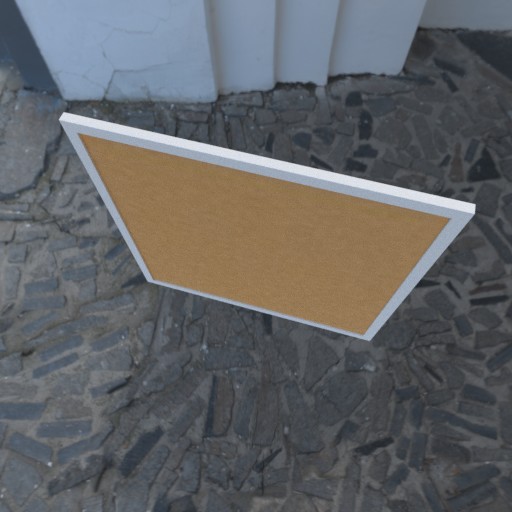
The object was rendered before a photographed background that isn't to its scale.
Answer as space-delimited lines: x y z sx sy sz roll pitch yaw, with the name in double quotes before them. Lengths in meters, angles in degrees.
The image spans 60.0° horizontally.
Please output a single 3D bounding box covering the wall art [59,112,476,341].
"wall art" 0.000 0.000 0.677 0.457 0.457 0.012 14 64 7
